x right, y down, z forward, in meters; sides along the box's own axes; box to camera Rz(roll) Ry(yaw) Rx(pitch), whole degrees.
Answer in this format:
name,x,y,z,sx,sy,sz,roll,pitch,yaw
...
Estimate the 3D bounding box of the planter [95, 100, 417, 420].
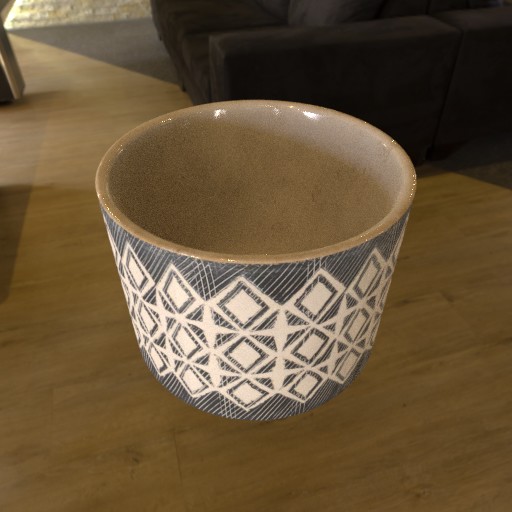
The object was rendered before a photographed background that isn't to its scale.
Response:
name,x,y,z,sx,sy,sz,roll,pitch,yaw
planter,0.000,0.000,0.215,0.126,0.104,0.126,0,41,0
